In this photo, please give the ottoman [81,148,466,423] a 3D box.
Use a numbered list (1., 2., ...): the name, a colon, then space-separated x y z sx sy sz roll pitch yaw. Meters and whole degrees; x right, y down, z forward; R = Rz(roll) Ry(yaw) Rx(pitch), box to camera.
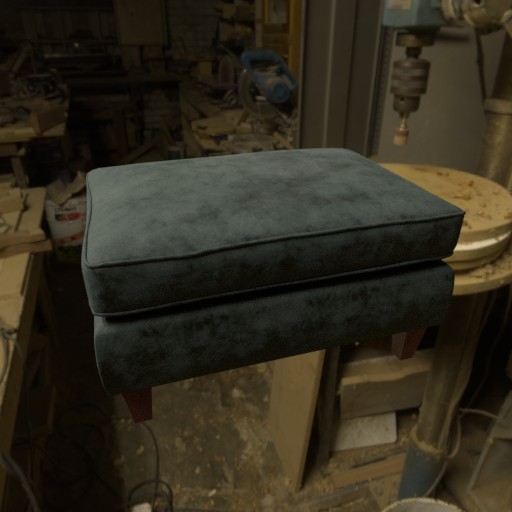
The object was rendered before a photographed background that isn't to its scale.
1. ottoman: 0.000 0.000 1.250 0.864 0.495 0.632 -9 30 -15
